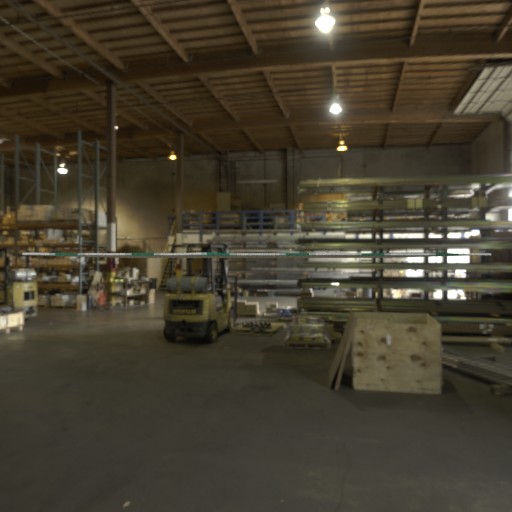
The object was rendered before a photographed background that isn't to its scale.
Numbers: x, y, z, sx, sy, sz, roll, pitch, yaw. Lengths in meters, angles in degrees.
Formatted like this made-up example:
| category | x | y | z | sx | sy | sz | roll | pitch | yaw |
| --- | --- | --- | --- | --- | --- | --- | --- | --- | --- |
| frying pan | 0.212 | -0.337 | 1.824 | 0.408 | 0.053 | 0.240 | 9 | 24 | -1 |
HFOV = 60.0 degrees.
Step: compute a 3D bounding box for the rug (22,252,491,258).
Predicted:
| category | x | y | z | sx | sy | sz | roll | pitch | yaw |
| --- | --- | --- | --- | --- | --- | --- | --- | --- | --- |
| rug | 0.000 | 0.000 | 4.072 | 3.041 | 0.019 | 2.434 | 0 | -1 | -1 |
